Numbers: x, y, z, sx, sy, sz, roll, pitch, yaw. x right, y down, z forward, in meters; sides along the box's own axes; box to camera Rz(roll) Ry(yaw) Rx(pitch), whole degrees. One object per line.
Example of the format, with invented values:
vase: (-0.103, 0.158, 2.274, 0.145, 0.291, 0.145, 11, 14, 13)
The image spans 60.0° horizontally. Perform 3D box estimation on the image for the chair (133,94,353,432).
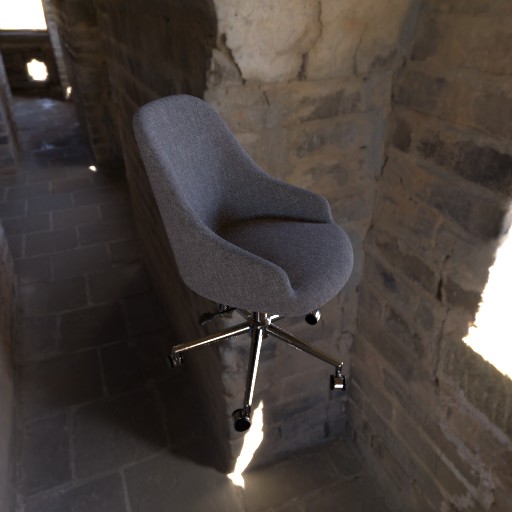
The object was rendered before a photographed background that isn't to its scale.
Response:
chair: (0.000, 0.000, 1.486, 0.712, 0.950, 0.671, 11, 33, 18)
